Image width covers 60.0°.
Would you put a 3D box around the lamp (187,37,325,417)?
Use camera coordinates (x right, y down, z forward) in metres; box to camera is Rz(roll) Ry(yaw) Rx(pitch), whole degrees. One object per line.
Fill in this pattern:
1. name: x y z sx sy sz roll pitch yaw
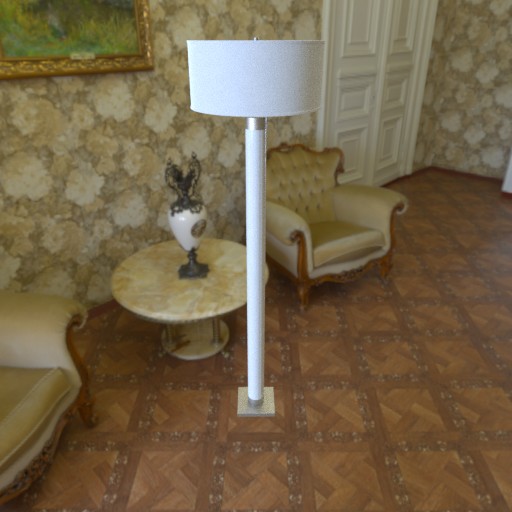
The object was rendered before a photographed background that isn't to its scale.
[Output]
1. lamp: 0.000 0.000 1.667 0.420 1.475 0.420 0 26 -1
